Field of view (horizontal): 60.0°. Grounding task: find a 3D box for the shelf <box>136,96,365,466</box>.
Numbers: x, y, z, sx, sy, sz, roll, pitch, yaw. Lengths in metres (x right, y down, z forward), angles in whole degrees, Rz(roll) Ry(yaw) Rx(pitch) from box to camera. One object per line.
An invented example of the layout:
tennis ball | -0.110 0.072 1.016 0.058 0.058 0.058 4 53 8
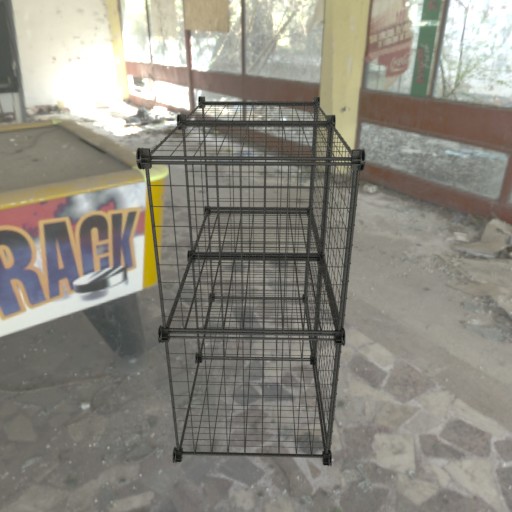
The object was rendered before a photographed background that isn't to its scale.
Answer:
shelf | 0.000 0.000 1.157 0.356 0.711 0.711 1 26 1
